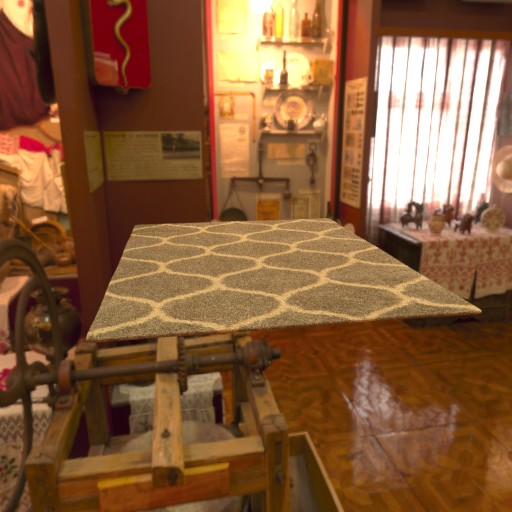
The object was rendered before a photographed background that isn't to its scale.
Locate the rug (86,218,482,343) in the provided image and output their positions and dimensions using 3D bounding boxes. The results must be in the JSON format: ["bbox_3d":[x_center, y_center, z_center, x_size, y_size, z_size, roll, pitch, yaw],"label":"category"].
[{"bbox_3d":[0.000,0.000,4.013,2.399,0.026,3.000,-3,16,-9],"label":"rug"}]
